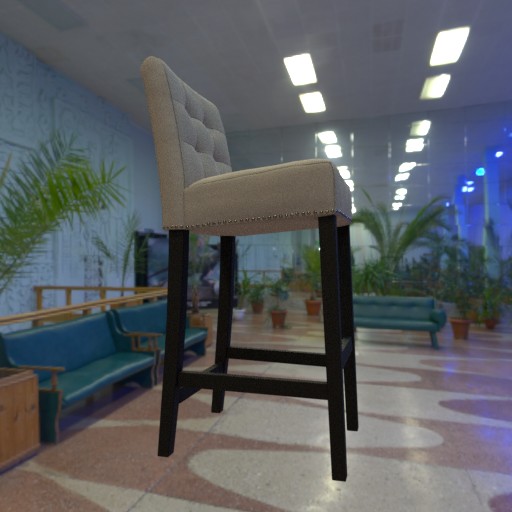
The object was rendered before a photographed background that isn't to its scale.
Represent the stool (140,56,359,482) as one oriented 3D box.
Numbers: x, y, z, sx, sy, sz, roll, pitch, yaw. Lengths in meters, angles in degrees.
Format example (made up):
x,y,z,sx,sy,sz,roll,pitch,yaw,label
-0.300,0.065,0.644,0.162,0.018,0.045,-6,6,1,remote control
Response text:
x,y,z,sx,sy,sz,roll,pitch,yaw,label
0.000,0.000,1.272,0.548,1.047,0.411,0,0,18,stool
